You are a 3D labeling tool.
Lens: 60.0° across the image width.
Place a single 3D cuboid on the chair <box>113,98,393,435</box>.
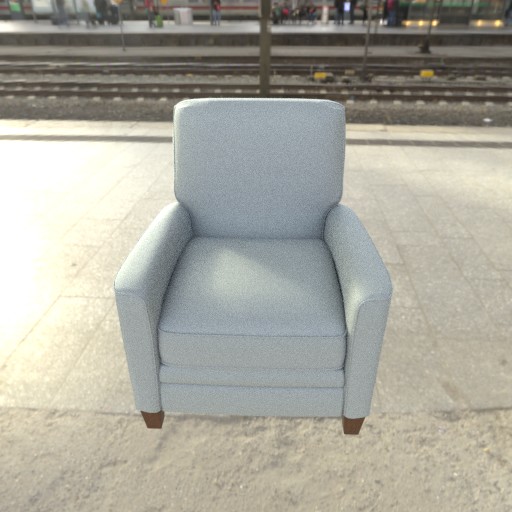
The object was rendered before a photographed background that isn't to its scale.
[{"bbox_3d":[0.000,0.000,1.659,0.853,1.007,0.846,1,30,2],"label":"chair"}]
